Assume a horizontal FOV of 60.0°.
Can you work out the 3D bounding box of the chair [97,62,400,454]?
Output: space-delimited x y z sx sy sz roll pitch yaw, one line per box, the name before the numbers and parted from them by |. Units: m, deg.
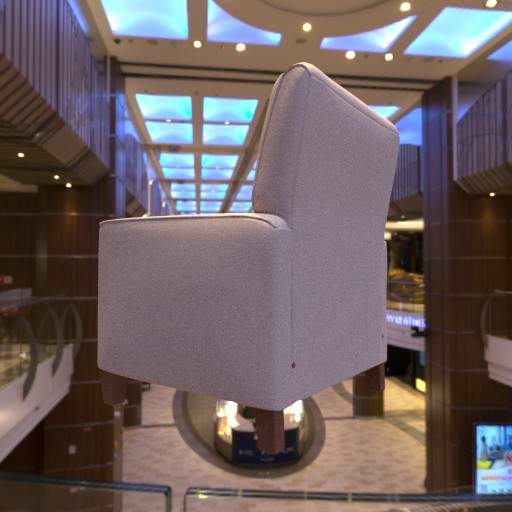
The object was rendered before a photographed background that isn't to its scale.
chair | 0.000 0.000 1.622 0.858 1.023 0.841 -1 -2 37
